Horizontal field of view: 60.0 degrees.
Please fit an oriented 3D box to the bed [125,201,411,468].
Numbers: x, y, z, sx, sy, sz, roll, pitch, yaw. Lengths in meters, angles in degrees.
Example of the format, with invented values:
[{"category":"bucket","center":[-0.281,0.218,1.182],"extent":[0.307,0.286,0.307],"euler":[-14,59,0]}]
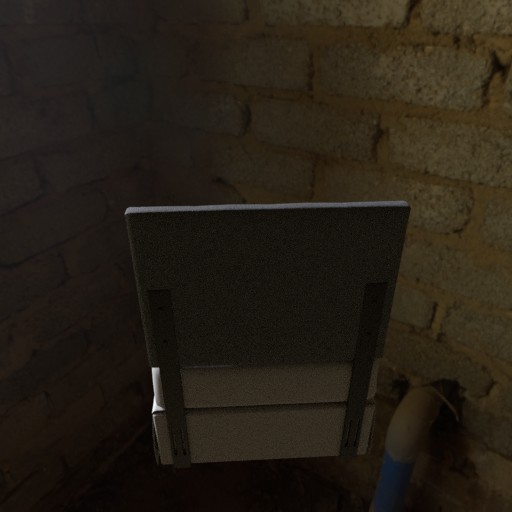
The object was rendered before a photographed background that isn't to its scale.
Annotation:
[{"category":"bed","center":[0.000,0.000,2.968],"extent":[1.261,1.571,1.997],"euler":[-2,30,-3]}]
